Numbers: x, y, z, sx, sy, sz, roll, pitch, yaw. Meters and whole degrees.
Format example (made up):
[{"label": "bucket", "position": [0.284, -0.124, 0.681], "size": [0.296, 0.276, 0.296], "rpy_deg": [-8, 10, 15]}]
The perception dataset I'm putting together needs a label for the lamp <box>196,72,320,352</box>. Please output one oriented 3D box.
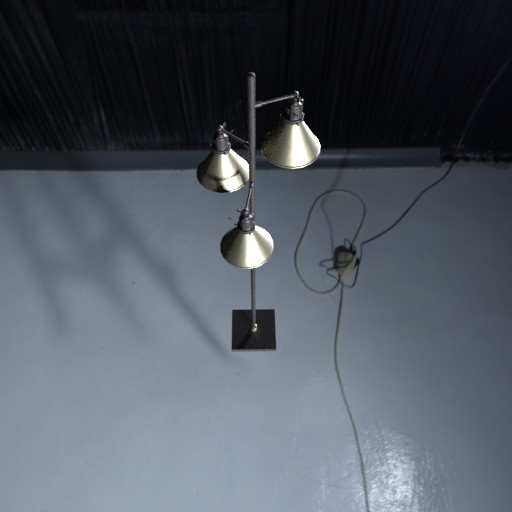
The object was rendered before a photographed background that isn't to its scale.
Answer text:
[{"label": "lamp", "position": [0.000, 0.000, 1.887], "size": [0.428, 1.716, 0.415], "rpy_deg": [-1, 57, -1]}]
